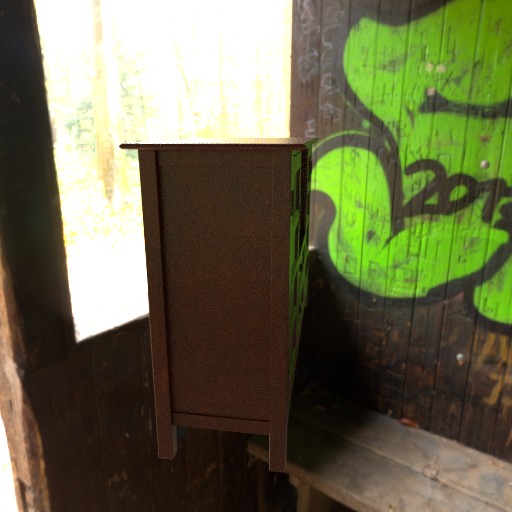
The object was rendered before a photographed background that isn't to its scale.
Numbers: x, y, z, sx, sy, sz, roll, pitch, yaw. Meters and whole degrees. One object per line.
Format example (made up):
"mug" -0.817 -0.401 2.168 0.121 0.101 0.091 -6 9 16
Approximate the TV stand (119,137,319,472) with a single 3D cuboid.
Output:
"TV stand" 0.000 0.000 1.796 0.445 0.915 1.372 2 16 9
